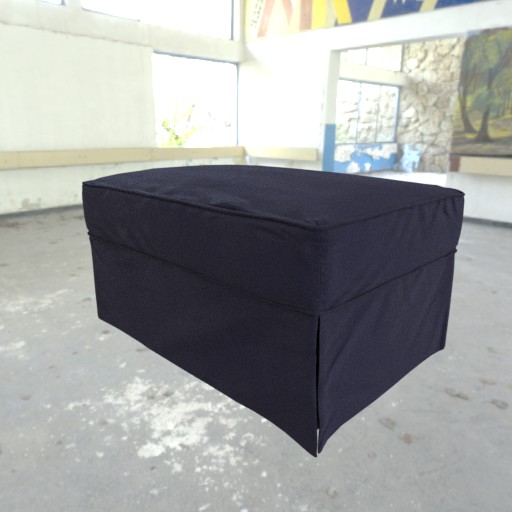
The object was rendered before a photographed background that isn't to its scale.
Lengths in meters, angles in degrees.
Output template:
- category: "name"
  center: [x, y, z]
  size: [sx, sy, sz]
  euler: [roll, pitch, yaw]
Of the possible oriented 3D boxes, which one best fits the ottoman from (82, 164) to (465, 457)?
- category: "ottoman"
  center: [0.000, 0.000, 1.279]
  size: [0.637, 0.503, 0.938]
  euler: [-15, 22, -43]
